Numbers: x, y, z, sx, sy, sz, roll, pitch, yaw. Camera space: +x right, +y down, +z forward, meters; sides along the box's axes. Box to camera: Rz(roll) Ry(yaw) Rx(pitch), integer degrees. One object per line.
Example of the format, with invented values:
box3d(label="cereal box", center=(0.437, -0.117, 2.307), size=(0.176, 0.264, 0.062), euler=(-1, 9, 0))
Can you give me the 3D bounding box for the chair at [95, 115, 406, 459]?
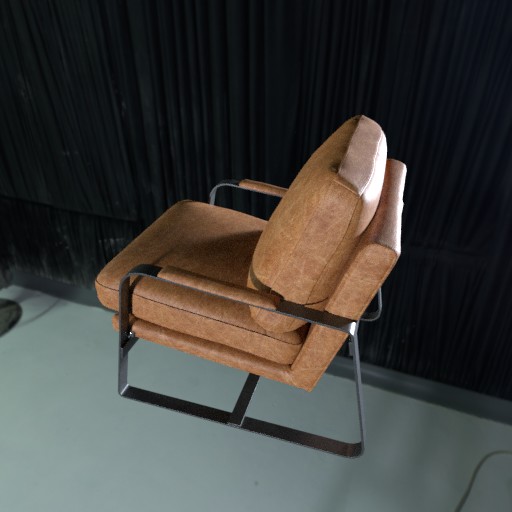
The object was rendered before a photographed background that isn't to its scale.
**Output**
box3d(label="chair", center=(0.000, 0.000, 1.355), size=(0.801, 0.777, 0.651), euler=(9, 33, 15))
